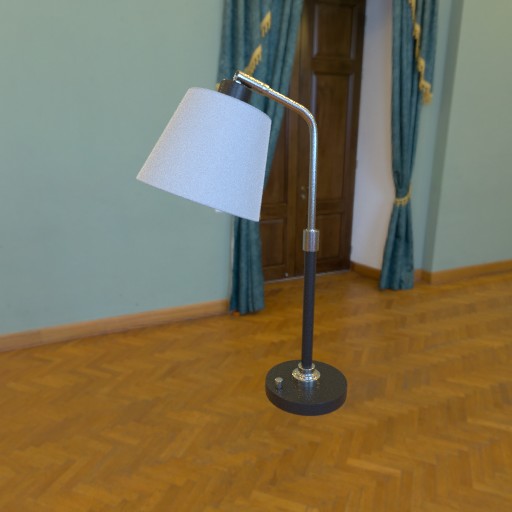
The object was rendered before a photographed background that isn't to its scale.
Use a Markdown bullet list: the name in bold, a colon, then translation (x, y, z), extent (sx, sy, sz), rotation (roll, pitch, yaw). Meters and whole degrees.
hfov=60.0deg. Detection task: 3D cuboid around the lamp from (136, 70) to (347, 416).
- **lamp**: translation (0.000, 0.000, 0.695), extent (0.348, 0.539, 0.181), rotation (-7, 18, -24)
